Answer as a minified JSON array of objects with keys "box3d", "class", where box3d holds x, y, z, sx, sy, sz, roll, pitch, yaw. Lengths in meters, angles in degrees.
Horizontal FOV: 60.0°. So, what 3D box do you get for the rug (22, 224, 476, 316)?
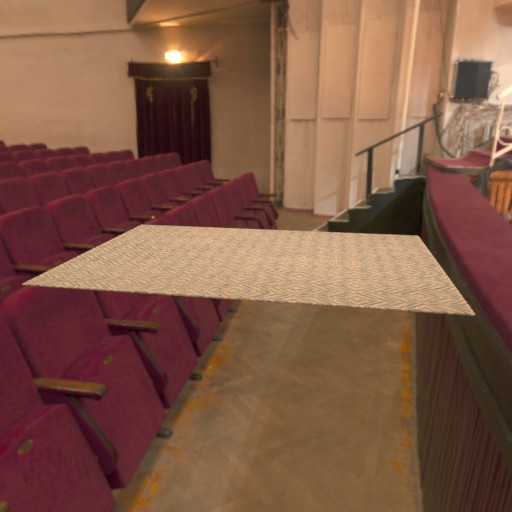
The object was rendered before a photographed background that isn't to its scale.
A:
[{"box3d":[0.000,0.000,2.325,1.824,0.008,1.220,3,17,10],"class":"rug"}]
